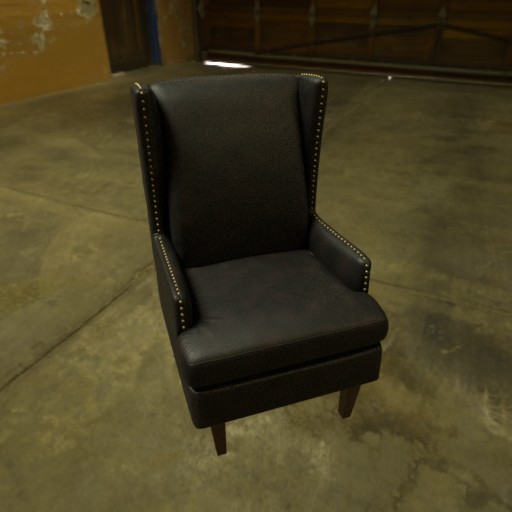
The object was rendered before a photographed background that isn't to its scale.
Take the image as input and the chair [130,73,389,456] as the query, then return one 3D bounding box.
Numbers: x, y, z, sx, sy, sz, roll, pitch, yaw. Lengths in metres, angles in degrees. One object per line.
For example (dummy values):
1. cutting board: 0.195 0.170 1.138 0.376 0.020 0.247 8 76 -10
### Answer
1. chair: 0.000 0.000 1.621 0.703 1.142 0.799 -10 32 -16
